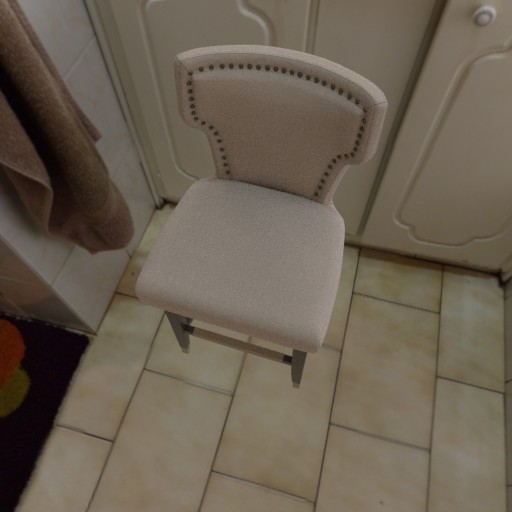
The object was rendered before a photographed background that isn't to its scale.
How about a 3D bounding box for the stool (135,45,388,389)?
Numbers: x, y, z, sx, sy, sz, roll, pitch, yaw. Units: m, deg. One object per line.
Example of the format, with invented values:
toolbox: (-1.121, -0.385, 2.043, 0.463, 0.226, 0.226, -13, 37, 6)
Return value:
stool: (0.000, 0.000, 1.391, 0.526, 1.092, 0.563, 15, 61, 9)
